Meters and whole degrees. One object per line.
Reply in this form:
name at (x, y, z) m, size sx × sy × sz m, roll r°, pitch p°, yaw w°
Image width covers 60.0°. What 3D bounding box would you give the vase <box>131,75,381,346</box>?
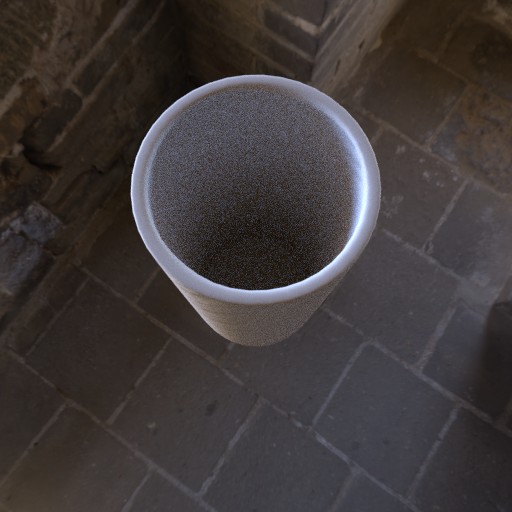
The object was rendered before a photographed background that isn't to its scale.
vase at (0.000, 0.000, 0.395) m, size 0.143 × 0.316 × 0.143 m, roll 0°, pitch 75°, yaw 0°
